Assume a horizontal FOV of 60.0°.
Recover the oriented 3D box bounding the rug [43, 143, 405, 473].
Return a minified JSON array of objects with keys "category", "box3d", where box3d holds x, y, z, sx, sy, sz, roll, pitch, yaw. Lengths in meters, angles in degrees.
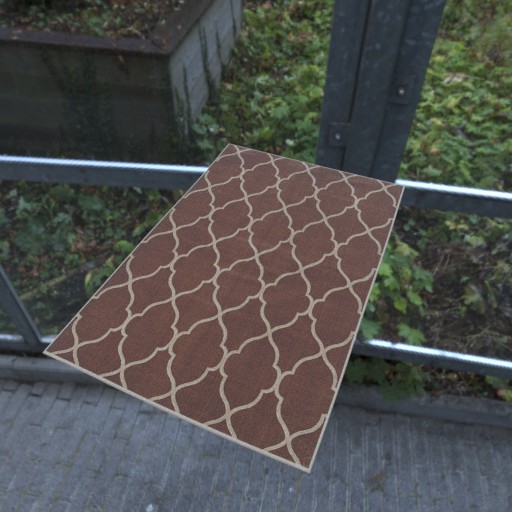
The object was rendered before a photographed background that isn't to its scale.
[{"category":"rug","box3d":[0.000,0.000,2.901,1.528,0.014,2.294,17,48,16]}]
